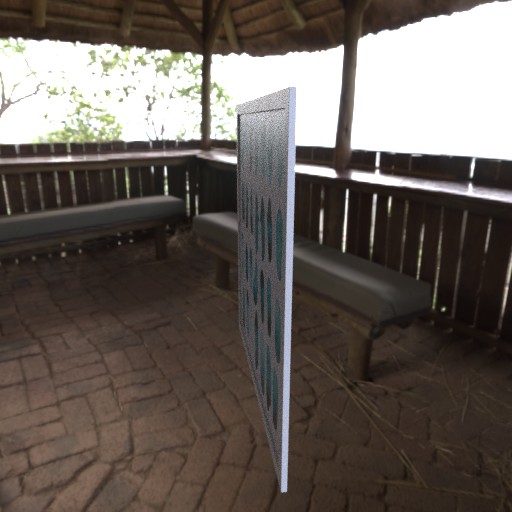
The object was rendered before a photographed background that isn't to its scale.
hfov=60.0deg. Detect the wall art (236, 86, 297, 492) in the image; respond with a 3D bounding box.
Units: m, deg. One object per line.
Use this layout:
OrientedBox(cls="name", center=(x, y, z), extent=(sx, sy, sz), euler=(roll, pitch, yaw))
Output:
OrientedBox(cls="wall art", center=(0.000, 0.000, 0.835), extent=(0.009, 0.559, 0.558), euler=(-2, 17, -8))
